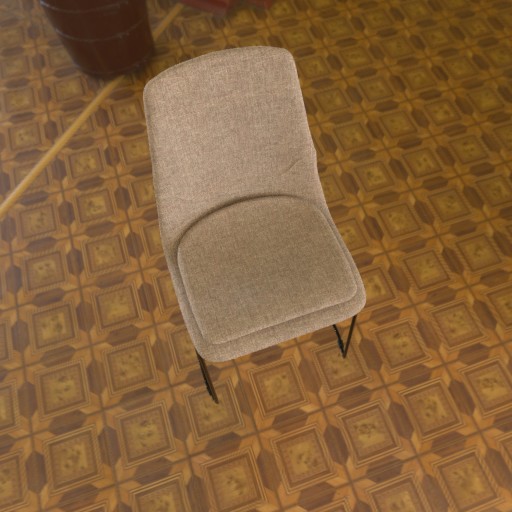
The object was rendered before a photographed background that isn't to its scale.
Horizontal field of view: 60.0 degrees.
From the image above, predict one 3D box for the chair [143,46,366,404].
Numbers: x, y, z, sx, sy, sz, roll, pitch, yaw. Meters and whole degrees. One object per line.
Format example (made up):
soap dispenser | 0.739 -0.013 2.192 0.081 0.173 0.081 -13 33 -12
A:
chair | 0.000 0.000 1.153 0.479 0.858 0.518 -17 65 -8
